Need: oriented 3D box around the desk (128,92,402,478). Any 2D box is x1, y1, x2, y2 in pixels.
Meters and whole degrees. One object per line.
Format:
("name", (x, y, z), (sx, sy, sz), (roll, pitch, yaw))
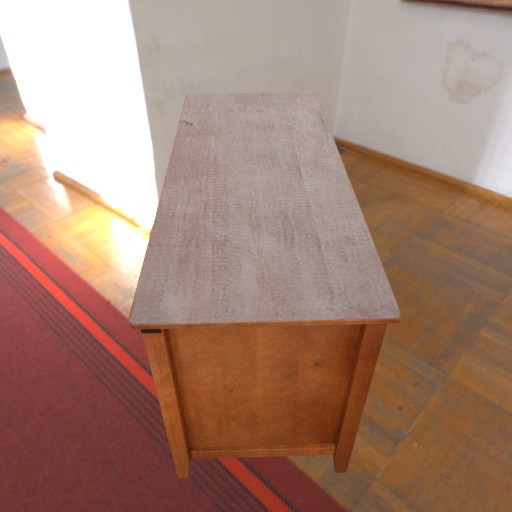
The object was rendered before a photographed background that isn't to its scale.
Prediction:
("desk", (0.000, 0.000, 1.677), (0.574, 0.756, 1.353), (-1, 39, -1))
